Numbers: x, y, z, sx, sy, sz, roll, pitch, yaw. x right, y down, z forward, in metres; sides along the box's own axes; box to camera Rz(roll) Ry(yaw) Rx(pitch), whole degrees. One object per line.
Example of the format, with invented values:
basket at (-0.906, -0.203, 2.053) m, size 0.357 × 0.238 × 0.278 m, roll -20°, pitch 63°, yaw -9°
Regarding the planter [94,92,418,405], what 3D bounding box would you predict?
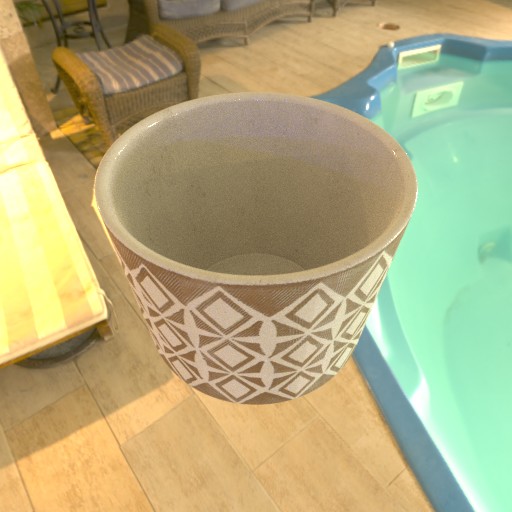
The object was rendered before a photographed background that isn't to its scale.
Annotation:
planter at (0.000, 0.000, 0.446) m, size 0.260 × 0.220 × 0.260 m, roll 0°, pitch 46°, yaw 0°
